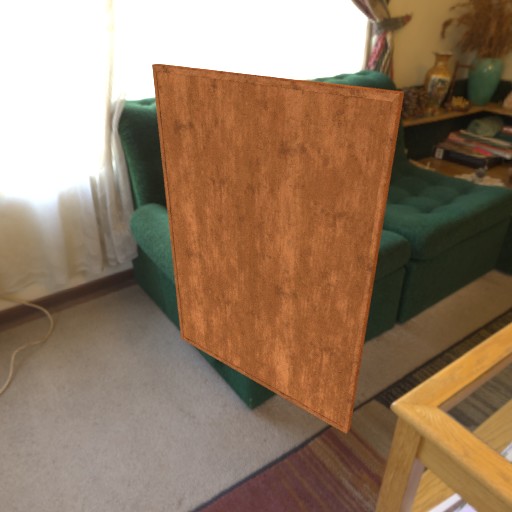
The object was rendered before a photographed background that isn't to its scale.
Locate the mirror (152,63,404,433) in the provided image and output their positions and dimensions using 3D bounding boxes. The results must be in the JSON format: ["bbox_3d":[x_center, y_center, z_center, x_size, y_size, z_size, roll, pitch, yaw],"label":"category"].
[{"bbox_3d":[0.000,0.000,1.442,0.796,1.099,0.028,21,36,32],"label":"mirror"}]
